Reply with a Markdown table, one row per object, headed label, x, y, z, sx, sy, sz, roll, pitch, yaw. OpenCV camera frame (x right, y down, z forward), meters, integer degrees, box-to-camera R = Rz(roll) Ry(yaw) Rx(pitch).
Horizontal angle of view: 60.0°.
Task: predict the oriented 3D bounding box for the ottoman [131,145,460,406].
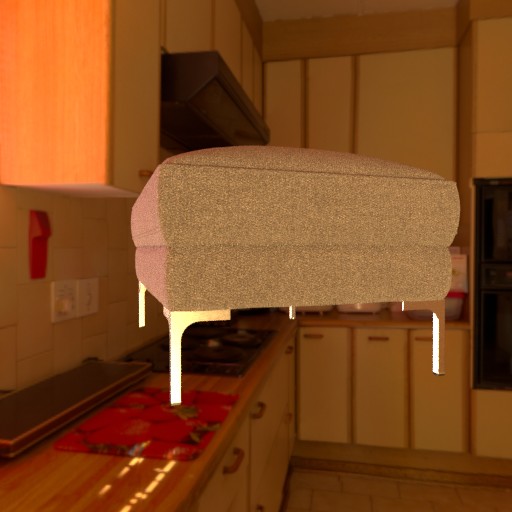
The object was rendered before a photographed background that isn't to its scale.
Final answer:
| label | x | y | z | sx | sy | sz | roll | pitch | yaw |
| --- | --- | --- | --- | --- | --- | --- | --- | --- | --- |
| ottoman | 0.000 | 0.000 | 1.142 | 0.583 | 0.464 | 0.785 | 0 | 1 | -19 |
